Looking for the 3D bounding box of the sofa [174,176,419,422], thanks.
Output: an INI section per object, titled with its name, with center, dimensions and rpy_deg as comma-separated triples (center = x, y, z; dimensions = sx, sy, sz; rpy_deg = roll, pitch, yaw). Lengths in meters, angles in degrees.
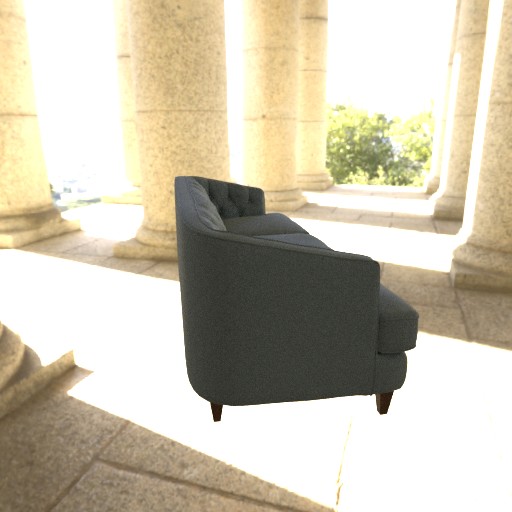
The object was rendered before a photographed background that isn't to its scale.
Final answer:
[sofa]
center = 0.000, 0.000, 2.726
dimensions = 0.941, 0.855, 2.278
rpy_deg = -3, 16, -10
